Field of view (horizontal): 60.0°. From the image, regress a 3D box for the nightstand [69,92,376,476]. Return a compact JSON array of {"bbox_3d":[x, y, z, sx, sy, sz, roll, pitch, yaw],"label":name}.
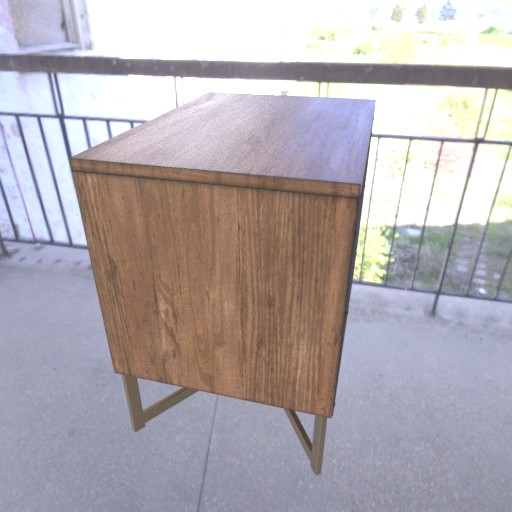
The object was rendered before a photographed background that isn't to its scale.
[{"bbox_3d":[0.000,0.000,1.025,0.446,0.610,0.610,8,30,13],"label":"nightstand"}]
